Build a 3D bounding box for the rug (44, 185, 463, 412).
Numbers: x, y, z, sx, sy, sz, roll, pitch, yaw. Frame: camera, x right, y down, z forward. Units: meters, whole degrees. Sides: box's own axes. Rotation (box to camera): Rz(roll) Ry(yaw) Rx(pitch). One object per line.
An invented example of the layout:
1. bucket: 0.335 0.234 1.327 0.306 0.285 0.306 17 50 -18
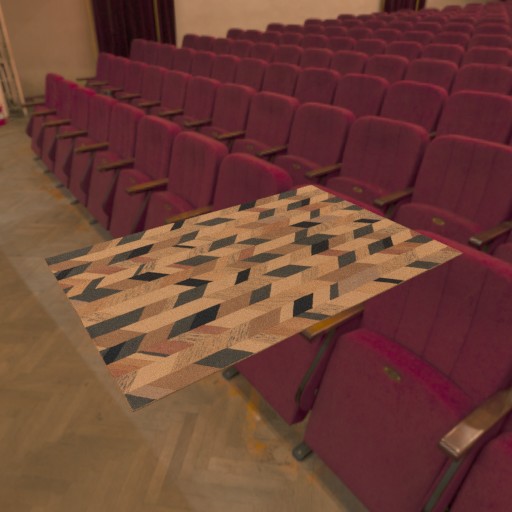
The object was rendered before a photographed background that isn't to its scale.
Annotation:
1. rug: 0.000 0.000 2.297 1.813 0.006 1.202 -19 35 -30
